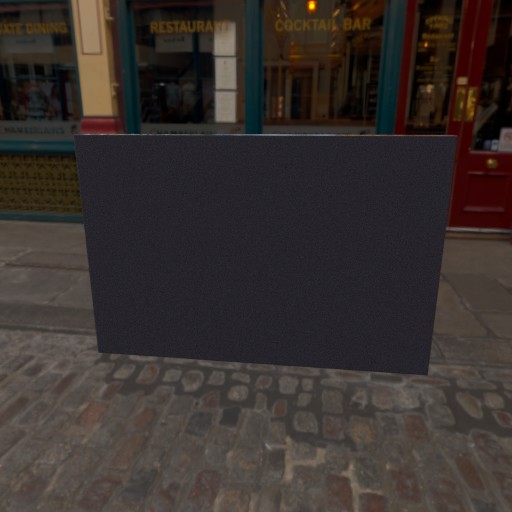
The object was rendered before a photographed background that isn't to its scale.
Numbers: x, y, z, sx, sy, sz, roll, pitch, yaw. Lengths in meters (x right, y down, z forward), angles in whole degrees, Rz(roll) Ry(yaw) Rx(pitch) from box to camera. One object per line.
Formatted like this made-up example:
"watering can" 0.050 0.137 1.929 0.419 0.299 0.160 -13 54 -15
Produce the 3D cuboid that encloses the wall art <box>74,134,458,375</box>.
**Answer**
"wall art" 0.000 0.000 1.145 0.908 0.604 0.037 2 17 7
